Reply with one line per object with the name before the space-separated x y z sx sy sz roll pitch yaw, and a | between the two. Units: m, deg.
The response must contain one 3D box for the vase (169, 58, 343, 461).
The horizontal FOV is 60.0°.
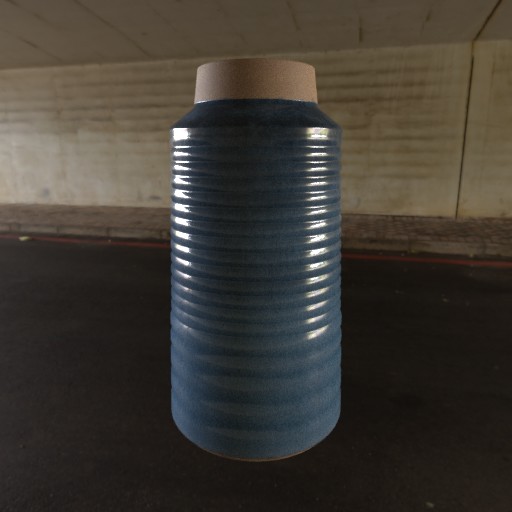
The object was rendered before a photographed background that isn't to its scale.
vase | 0.000 0.000 0.402 0.163 0.316 0.163 0 14 0
